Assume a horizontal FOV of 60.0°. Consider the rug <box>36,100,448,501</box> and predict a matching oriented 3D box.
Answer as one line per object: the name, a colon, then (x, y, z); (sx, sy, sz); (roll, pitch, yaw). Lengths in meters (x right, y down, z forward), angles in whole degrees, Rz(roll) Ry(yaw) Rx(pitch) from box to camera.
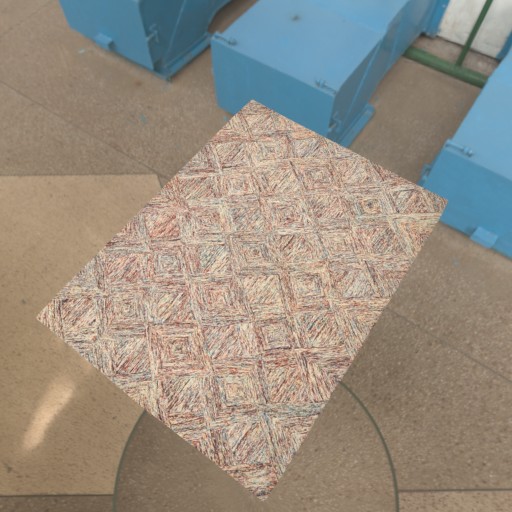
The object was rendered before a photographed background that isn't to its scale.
rug: (0.000, 0.000, 4.112); (2.436, 0.024, 3.226); (32, 67, 16)
